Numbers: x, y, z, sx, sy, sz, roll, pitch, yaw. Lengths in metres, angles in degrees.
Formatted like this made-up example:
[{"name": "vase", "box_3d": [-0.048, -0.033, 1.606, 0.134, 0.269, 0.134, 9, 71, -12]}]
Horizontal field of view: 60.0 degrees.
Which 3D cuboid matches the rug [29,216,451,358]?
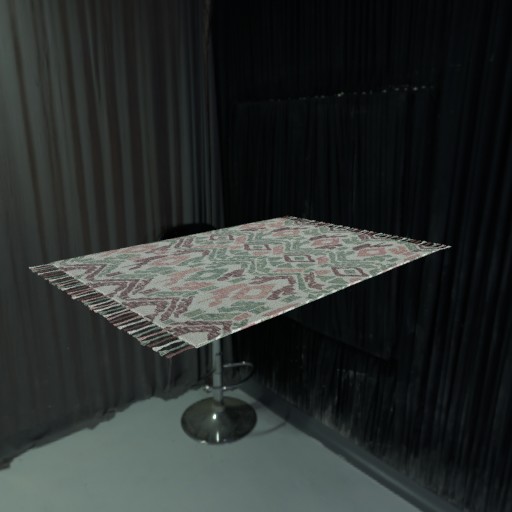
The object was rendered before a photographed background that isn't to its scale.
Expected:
[{"name": "rug", "box_3d": [0.000, 0.000, 2.265, 1.829, 0.010, 1.219, -15, 22, -42]}]
